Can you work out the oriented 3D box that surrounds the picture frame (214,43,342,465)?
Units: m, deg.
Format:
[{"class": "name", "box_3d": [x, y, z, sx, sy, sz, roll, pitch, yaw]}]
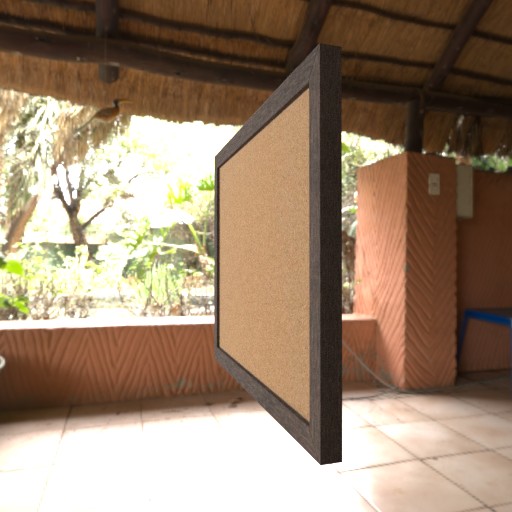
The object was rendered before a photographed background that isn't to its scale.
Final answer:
[{"class": "picture frame", "box_3d": [0.000, 0.000, 0.742, 0.026, 0.455, 0.546, 0, -1, -17]}]
